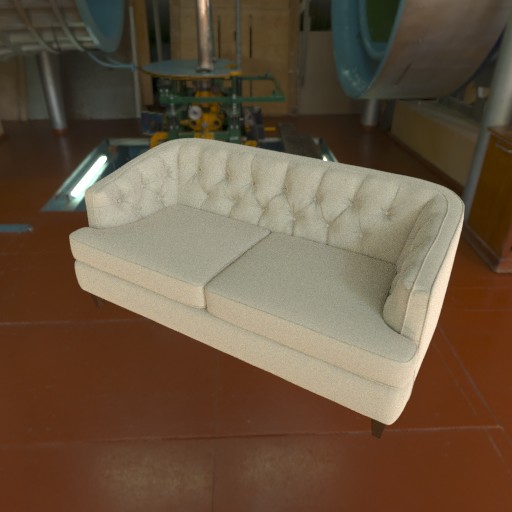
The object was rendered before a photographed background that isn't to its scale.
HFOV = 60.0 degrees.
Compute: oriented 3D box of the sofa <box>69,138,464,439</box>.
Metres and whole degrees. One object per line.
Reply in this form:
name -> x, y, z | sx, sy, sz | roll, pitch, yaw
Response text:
sofa -> 0.000, 0.000, 2.207 | 1.733, 0.855, 0.941 | 17, 35, 27
